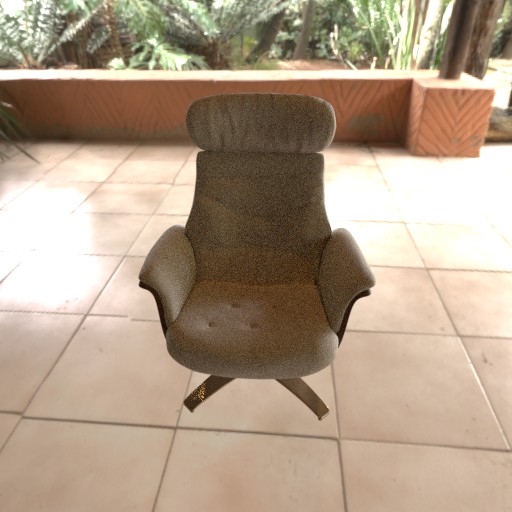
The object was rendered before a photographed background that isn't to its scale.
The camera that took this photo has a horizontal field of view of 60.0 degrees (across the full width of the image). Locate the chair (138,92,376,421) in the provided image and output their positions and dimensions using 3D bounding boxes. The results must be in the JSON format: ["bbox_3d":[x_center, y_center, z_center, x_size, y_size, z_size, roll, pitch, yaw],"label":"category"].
[{"bbox_3d":[0.000,0.000,1.602,0.785,0.995,0.837,2,31,3],"label":"chair"}]
